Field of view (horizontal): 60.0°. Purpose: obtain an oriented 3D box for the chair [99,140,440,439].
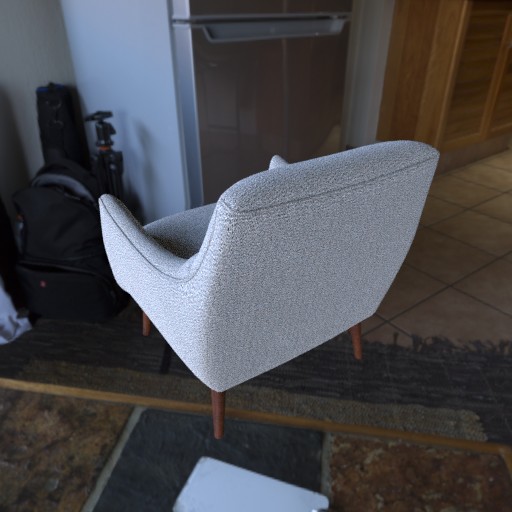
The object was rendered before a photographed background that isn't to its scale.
[{"bbox_3d":[0.000,0.000,1.428,0.762,0.838,0.787,-19,36,-29],"label":"chair"}]
